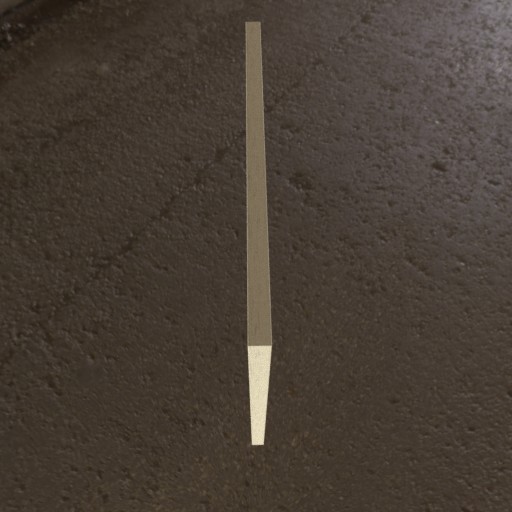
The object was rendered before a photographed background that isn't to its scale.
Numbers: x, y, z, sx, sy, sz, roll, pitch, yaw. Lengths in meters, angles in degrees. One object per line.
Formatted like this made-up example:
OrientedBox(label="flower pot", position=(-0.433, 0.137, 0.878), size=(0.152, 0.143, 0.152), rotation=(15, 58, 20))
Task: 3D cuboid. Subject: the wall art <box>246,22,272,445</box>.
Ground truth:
OrientedBox(label="wall art", position=(0.000, 0.000, 1.485), size=(0.045, 1.016, 1.016), rotation=(-1, 58, 0))
